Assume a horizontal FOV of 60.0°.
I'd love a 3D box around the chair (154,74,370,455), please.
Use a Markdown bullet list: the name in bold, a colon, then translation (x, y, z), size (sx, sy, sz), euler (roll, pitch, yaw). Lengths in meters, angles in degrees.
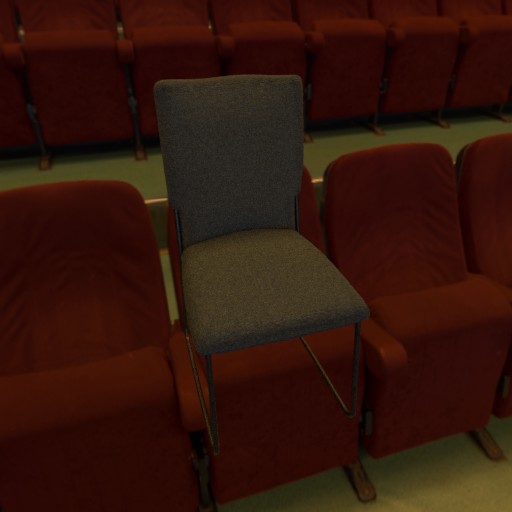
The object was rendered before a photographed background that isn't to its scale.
- **chair**: translation (0.000, 0.000, 1.331), size (0.480, 0.931, 0.635), euler (-9, 33, -15)
